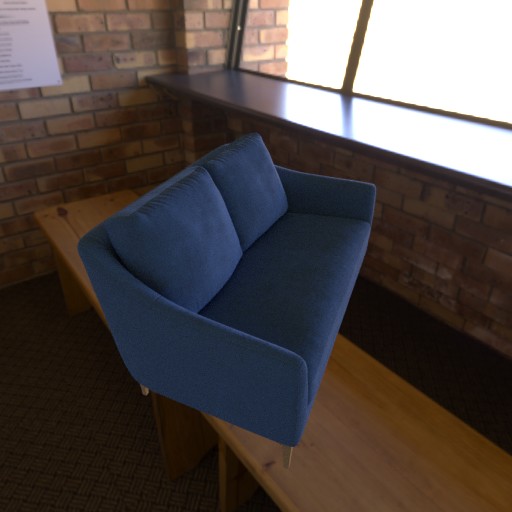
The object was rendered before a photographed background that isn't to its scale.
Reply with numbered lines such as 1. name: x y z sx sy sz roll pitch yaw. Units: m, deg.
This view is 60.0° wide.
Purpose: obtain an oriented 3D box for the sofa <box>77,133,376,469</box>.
1. sofa: 0.000 0.000 2.229 0.960 0.902 1.619 11 32 18
